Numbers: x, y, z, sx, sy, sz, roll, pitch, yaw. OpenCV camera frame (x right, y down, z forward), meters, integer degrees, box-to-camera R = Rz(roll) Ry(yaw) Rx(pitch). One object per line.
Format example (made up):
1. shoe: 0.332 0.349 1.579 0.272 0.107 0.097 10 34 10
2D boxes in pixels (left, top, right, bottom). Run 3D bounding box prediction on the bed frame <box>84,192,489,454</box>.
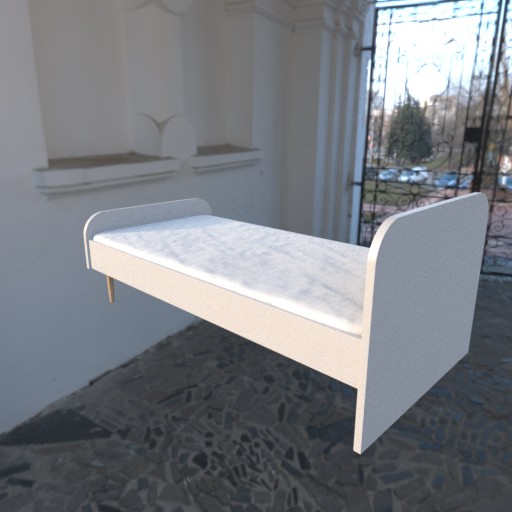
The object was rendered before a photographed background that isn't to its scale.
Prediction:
1. bed frame: 0.000 0.000 2.398 1.963 0.805 0.998 15 22 42
